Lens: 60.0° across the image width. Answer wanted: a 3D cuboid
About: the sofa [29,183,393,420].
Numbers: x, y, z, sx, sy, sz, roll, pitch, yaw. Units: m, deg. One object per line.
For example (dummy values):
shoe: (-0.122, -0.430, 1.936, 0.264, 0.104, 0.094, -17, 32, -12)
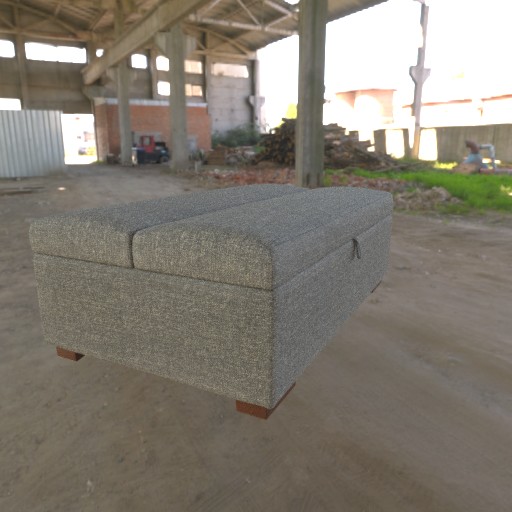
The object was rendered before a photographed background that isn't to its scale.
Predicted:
sofa: (0.000, 0.000, 1.578, 0.782, 0.417, 1.198, 7, 15, 27)
